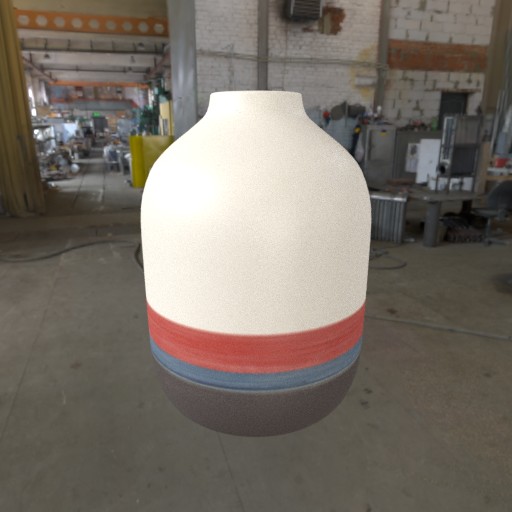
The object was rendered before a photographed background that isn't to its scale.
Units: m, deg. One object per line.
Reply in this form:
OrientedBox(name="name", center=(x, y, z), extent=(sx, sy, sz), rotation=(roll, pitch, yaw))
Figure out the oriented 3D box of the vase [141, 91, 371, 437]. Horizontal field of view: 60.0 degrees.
OrientedBox(name="vase", center=(0.000, 0.000, 0.344), extent=(0.169, 0.237, 0.169), rotation=(0, 17, 0))
